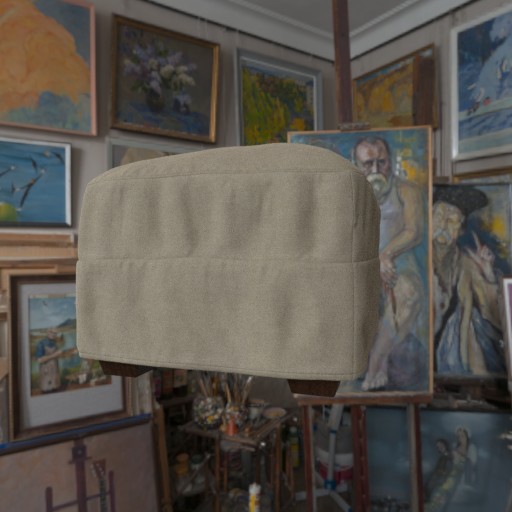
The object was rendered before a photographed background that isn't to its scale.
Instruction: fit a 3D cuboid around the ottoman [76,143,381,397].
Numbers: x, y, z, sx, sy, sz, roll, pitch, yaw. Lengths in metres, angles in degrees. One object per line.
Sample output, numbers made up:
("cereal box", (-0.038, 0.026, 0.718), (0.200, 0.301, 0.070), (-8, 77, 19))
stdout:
("ottoman", (0.000, 0.000, 1.106), (0.584, 0.480, 0.712), (0, 1, 18))
